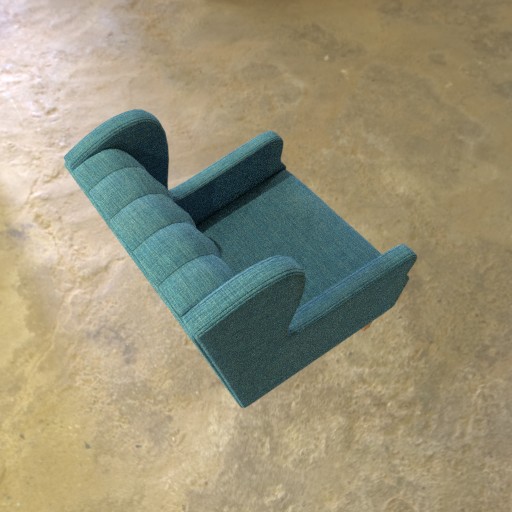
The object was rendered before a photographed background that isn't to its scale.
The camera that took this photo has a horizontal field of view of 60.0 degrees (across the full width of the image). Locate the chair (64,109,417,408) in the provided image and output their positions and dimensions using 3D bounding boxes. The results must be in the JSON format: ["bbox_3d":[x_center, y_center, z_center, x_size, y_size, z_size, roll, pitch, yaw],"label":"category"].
[{"bbox_3d":[0.000,0.000,1.472,0.775,0.952,0.711,-32,62,-20],"label":"chair"}]
